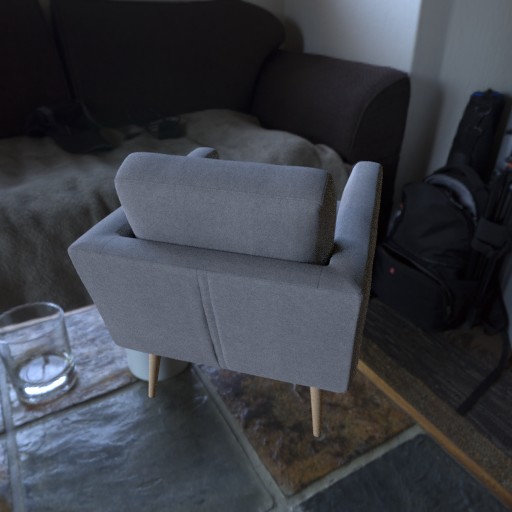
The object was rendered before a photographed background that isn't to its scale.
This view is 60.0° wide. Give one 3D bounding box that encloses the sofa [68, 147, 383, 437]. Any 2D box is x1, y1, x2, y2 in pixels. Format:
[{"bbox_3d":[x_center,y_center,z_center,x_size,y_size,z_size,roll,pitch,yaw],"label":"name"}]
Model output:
[{"bbox_3d":[0.000,0.000,1.511,0.770,0.860,0.920,8,32,14],"label":"sofa"}]
